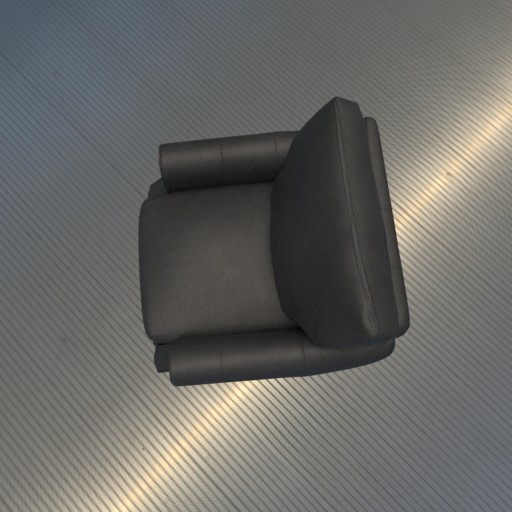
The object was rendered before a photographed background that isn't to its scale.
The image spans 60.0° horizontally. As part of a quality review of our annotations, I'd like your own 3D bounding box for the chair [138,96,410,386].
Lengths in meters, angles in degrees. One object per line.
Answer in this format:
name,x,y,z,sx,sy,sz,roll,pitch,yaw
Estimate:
chair,0.000,0.000,1.818,1.027,0.960,1.015,0,76,0
